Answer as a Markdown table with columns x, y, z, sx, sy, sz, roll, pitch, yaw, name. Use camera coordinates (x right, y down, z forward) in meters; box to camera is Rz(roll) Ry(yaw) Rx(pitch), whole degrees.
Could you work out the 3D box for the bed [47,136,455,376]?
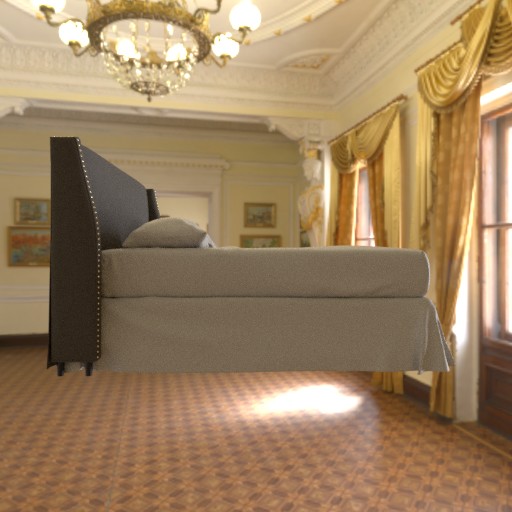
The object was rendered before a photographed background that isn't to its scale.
| x | y | z | sx | sy | sz | roll | pitch | yaw | name |
| --- | --- | --- | --- | --- | --- | --- | --- | --- | --- |
| 0.000 | 0.000 | 3.344 | 2.276 | 1.332 | 1.925 | 0 | 0 | 0 | bed |
